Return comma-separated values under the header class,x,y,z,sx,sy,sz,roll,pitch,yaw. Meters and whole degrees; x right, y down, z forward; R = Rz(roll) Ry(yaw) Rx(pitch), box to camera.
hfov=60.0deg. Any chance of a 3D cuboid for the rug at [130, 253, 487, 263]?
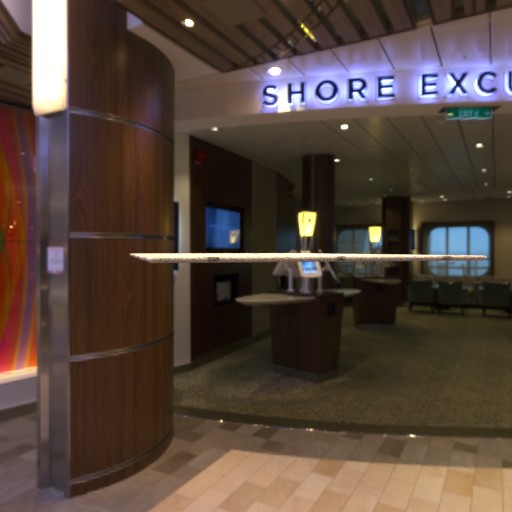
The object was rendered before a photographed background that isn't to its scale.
class,x,y,z,sx,sy,sz,roll,pitch,yaw
rug,0.000,0.000,3.426,1.801,0.026,2.701,0,1,-18
